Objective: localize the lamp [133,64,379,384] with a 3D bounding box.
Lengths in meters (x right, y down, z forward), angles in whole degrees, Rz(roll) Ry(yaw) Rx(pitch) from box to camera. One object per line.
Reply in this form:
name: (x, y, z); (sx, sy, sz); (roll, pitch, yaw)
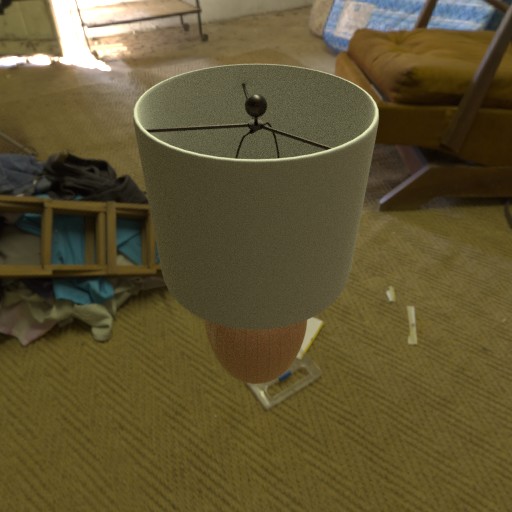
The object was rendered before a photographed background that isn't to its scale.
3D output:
lamp: (0.000, 0.000, 0.780); (0.329, 0.570, 0.329); (0, 41, 0)
